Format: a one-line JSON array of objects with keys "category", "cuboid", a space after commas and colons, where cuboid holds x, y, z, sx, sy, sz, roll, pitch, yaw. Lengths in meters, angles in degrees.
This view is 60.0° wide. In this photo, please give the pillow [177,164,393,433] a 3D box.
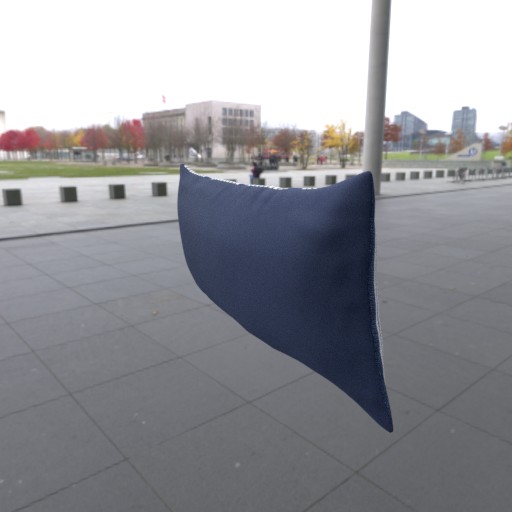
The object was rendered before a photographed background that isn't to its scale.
[{"category": "pillow", "cuboid": [0.000, 0.000, 0.723, 0.156, 0.292, 0.608, -6, 14, -25]}]
